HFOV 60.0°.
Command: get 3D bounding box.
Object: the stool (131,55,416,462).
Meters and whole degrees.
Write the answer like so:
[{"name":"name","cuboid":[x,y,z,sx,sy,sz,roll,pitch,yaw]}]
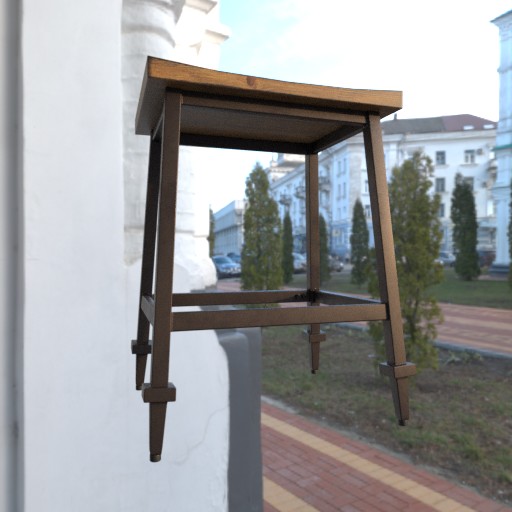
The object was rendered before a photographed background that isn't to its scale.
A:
[{"name":"stool","cuboid":[0.000,0.000,0.926,0.486,0.625,0.405,0,0,-18]}]
